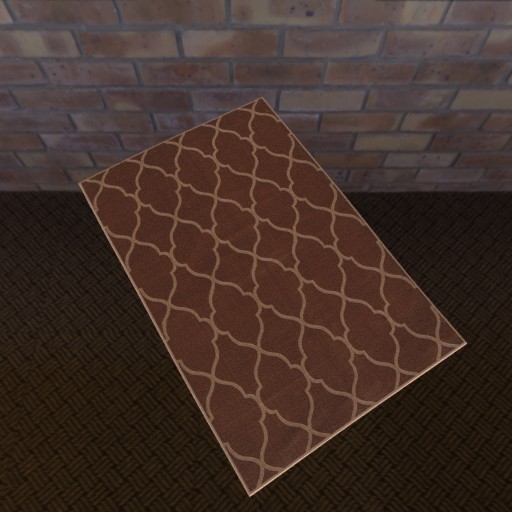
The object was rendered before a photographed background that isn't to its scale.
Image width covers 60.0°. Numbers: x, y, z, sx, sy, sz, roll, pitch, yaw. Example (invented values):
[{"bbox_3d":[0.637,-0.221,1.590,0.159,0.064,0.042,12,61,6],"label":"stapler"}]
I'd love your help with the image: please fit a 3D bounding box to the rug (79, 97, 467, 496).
[{"bbox_3d":[0.000,0.000,2.865,1.526,0.014,2.290,-30,68,-13],"label":"rug"}]
